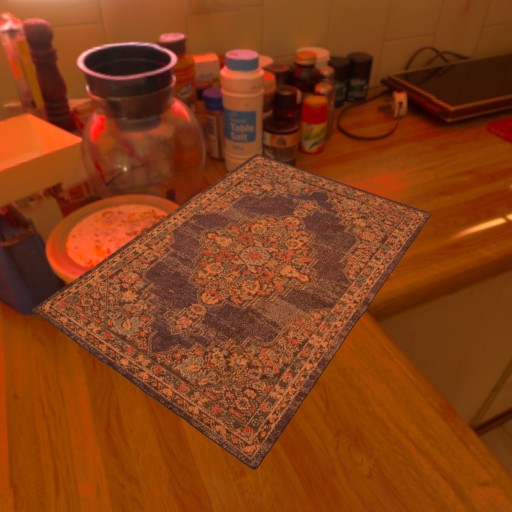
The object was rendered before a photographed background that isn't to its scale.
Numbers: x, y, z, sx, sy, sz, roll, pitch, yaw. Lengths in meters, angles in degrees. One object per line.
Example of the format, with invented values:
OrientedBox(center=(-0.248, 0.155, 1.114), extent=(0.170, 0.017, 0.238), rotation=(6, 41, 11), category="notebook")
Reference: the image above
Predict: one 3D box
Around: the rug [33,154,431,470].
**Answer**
OrientedBox(center=(0.000, 0.000, 3.769), extent=(2.053, 0.011, 2.940), rotation=(25, 47, 26), category="rug")
